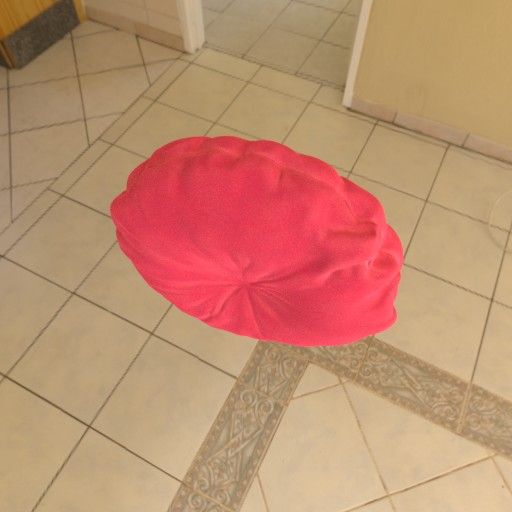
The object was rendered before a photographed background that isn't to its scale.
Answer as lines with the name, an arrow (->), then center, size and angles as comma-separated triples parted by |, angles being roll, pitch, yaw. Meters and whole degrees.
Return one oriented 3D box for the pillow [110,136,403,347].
pillow -> 0.000, 0.000, 0.650 | 0.428, 0.407, 0.148 | 15, 59, 9
